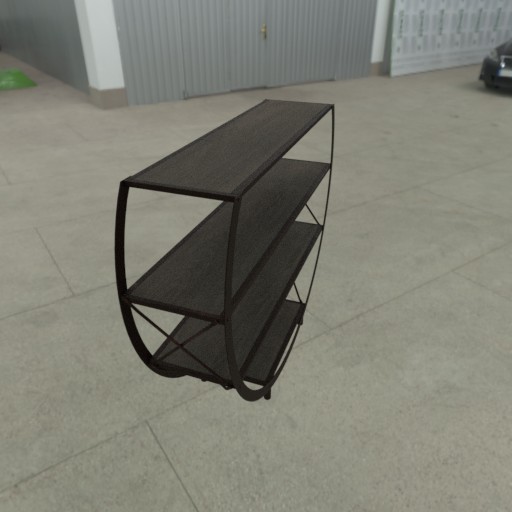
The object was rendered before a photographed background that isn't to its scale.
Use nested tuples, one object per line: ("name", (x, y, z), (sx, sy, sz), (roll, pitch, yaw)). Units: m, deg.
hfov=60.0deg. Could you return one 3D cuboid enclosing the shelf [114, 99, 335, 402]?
("shelf", (0.000, 0.000, 1.911), (0.344, 1.063, 1.403), (10, 32, 17))
